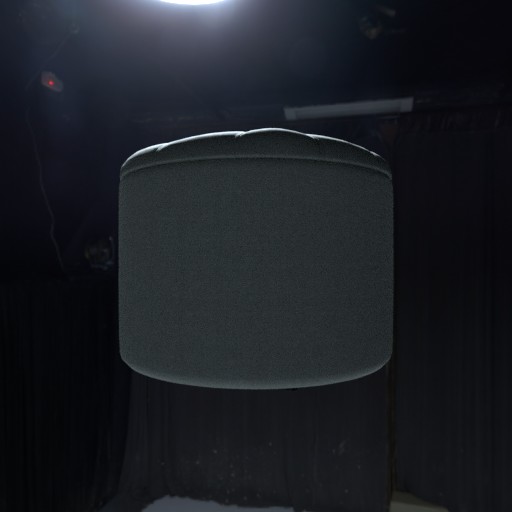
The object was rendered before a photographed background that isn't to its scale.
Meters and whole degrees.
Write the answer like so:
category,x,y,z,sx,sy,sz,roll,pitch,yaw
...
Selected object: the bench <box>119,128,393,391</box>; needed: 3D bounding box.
category,x,y,z,sx,sy,sz,roll,pitch,yaw
bench,0.000,0.000,1.014,0.600,0.453,0.600,0,0,0
